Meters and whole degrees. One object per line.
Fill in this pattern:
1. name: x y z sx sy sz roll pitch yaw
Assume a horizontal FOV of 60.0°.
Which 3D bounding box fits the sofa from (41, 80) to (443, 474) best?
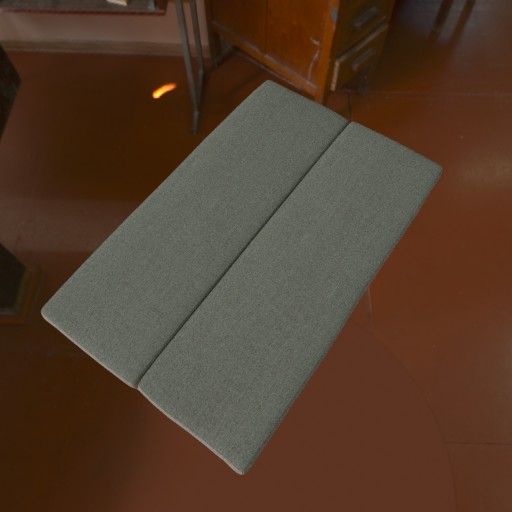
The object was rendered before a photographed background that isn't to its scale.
1. sofa: 0.000 0.000 1.653 0.817 0.434 1.250 33 68 15
